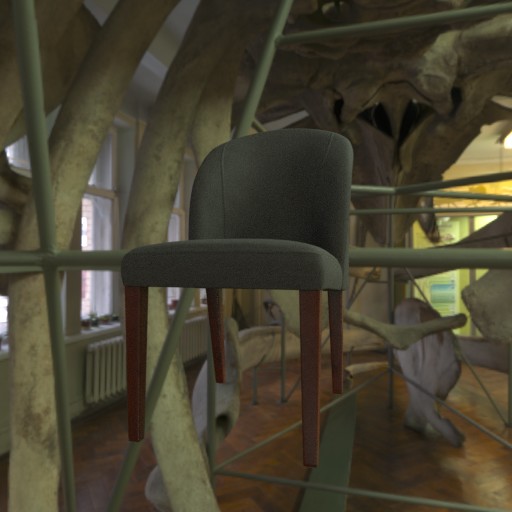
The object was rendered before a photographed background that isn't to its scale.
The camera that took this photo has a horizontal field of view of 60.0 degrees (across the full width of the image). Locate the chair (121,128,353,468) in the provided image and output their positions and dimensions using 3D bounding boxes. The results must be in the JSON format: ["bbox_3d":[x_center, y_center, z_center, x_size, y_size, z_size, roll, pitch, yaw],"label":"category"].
[{"bbox_3d":[0.000,0.000,1.248,0.506,0.879,0.619,0,0,18],"label":"chair"}]
